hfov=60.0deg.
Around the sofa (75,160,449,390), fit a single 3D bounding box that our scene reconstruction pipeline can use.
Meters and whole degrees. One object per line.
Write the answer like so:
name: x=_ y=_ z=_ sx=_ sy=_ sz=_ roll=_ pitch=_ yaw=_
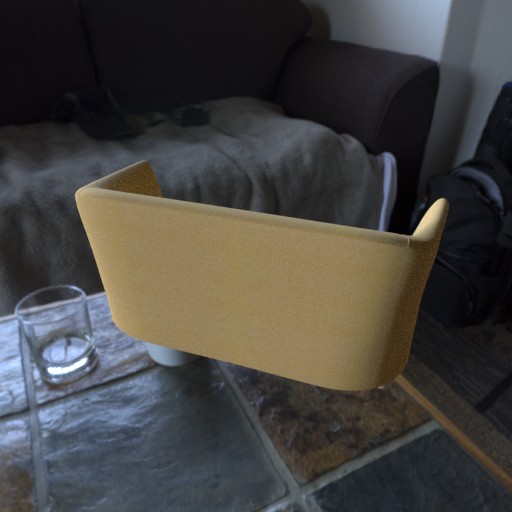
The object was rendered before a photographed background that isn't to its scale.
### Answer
sofa: x=0.000 y=0.000 z=1.869 sx=1.452 sy=0.721 sz=0.705 roll=10 pitch=33 yaw=16
